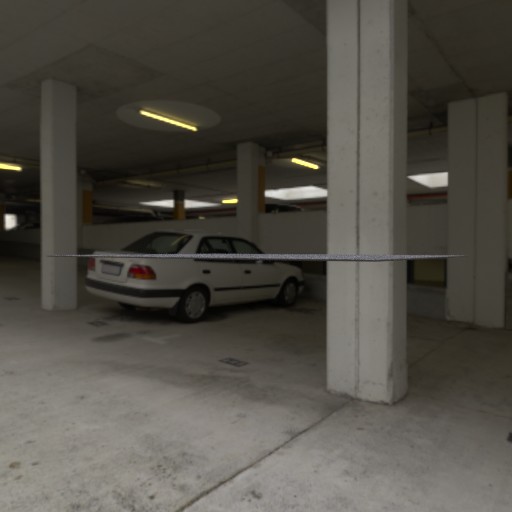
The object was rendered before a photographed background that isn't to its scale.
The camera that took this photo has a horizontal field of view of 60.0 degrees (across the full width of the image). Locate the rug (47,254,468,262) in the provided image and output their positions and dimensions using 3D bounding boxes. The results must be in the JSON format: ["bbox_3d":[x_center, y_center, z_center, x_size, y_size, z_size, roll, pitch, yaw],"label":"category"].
[{"bbox_3d":[0.000,0.000,2.886,2.235,0.008,1.600,1,1,36],"label":"rug"}]
